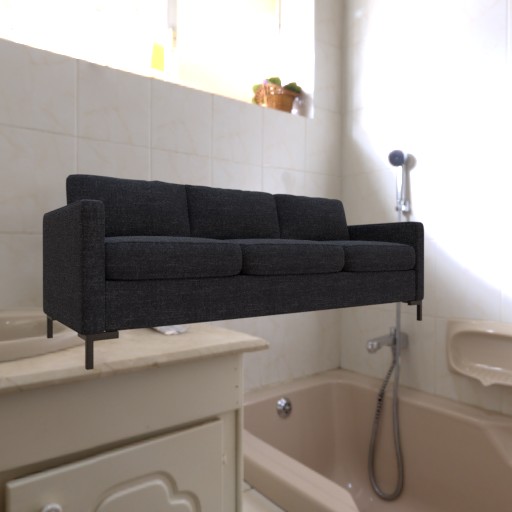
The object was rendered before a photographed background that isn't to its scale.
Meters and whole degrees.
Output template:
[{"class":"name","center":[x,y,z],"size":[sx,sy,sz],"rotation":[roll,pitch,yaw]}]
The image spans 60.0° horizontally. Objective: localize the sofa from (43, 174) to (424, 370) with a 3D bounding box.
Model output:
[{"class":"sofa","center":[0.000,0.000,2.673],"size":[2.218,0.874,0.859],"rotation":[0,0,-35]}]
